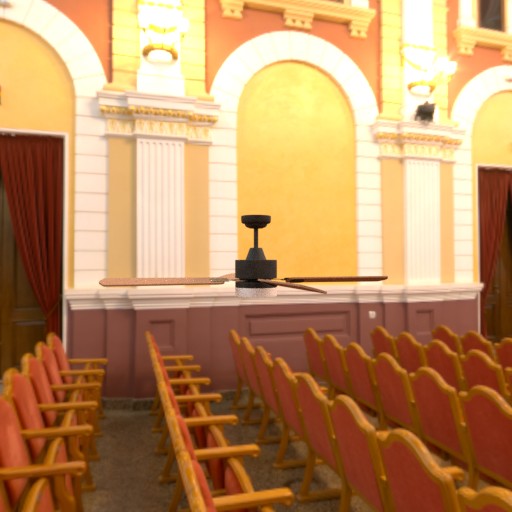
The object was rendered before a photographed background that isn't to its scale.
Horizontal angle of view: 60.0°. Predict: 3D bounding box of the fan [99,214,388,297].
[{"bbox_3d":[0.000,0.000,1.973,1.320,0.355,1.320,0,-1,-16],"label":"fan"}]
